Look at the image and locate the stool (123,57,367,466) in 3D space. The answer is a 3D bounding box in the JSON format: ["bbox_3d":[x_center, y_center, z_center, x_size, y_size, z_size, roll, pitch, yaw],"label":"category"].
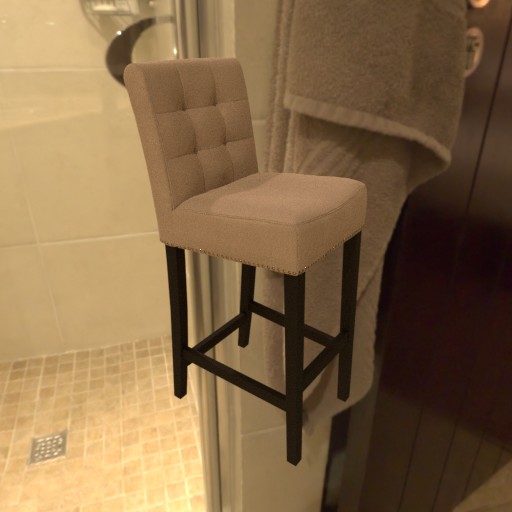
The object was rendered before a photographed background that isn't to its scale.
[{"bbox_3d":[0.000,0.000,1.304,0.548,1.047,0.411,18,32,32],"label":"stool"}]
